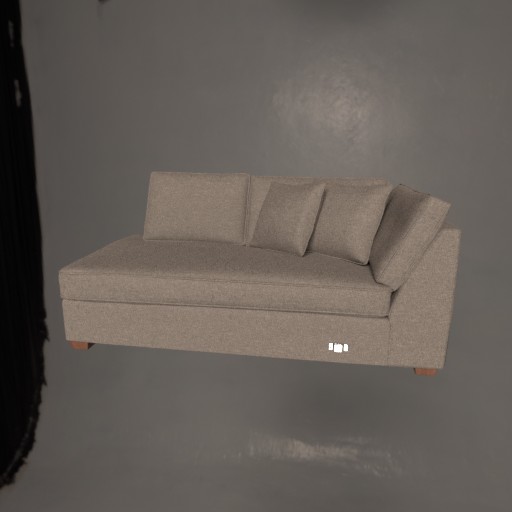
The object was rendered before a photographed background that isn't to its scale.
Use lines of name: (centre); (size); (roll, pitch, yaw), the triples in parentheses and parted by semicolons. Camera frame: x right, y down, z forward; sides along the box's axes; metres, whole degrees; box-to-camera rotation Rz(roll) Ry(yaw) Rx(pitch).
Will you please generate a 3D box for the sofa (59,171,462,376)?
sofa: (0.000, 0.000, 2.912); (2.237, 1.033, 1.110); (2, 14, 10)
